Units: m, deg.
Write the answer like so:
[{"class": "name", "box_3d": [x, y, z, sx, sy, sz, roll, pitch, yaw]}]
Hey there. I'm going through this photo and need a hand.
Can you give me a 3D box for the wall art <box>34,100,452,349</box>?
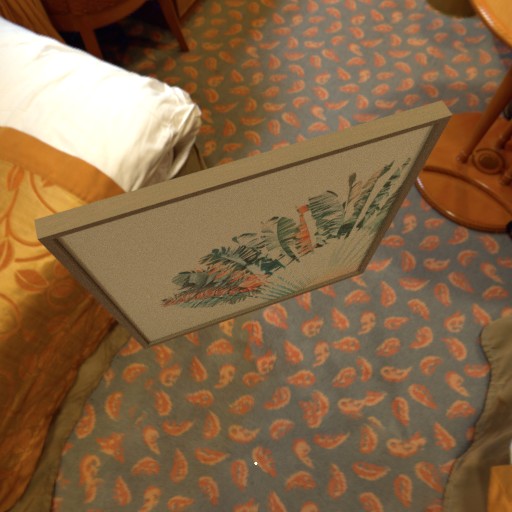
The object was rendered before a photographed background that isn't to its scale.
[{"class": "wall art", "box_3d": [0.000, 0.000, 1.119, 0.761, 0.758, 0.038, -18, 66, -8]}]
